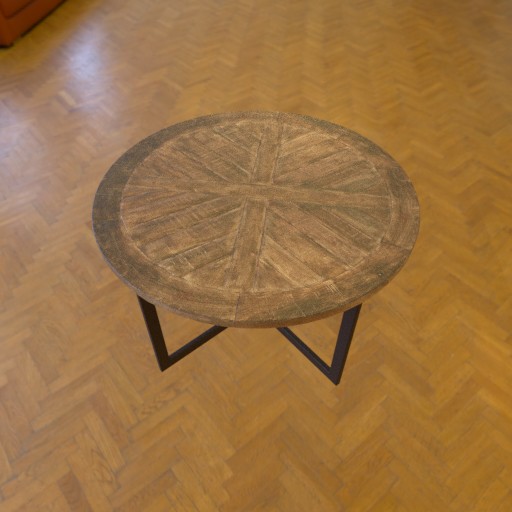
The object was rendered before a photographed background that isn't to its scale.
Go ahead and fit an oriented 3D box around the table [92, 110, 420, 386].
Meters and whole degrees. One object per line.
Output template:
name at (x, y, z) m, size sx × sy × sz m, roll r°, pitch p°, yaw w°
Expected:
table at (0.000, 0.000, 2.033) m, size 1.264 × 0.762 × 1.264 m, roll 0°, pitch 47°, yaw 0°
